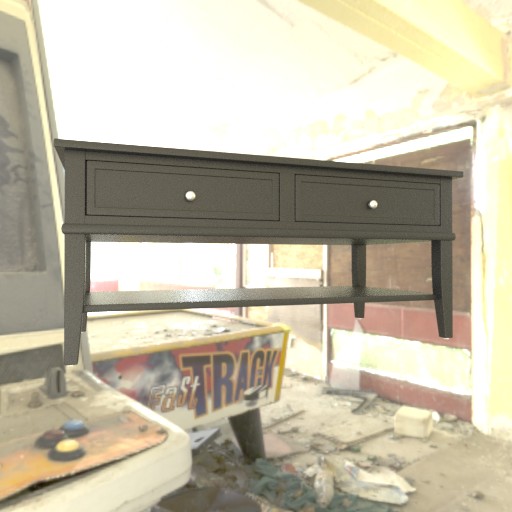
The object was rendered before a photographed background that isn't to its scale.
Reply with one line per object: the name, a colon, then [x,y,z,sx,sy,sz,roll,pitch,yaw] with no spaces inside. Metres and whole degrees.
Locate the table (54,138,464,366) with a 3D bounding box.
table: [0.000,0.000,1.311,1.044,0.470,0.523,0,0,-19]
